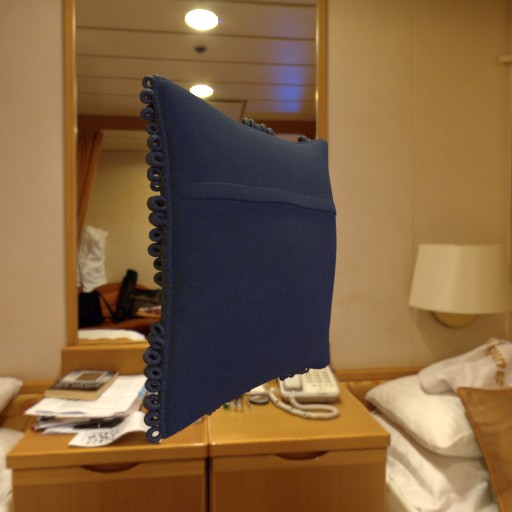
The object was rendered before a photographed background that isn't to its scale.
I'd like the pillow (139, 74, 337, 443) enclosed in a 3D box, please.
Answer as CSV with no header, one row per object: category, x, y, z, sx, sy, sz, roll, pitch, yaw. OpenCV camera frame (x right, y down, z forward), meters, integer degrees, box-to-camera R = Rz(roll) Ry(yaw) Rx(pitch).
pillow,0.000,0.000,0.733,0.172,0.466,0.469,1,1,36
